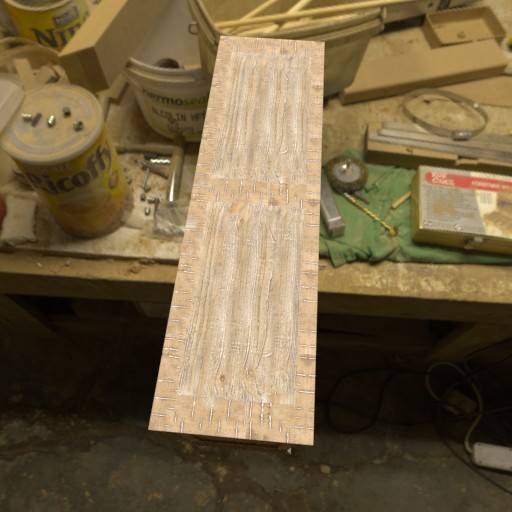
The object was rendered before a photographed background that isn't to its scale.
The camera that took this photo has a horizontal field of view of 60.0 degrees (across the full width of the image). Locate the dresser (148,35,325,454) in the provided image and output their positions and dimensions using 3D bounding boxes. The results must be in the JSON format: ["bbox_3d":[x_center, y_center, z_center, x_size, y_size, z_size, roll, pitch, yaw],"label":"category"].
[{"bbox_3d":[0.000,0.000,2.035,0.457,1.016,1.626,5,64,2],"label":"dresser"}]
